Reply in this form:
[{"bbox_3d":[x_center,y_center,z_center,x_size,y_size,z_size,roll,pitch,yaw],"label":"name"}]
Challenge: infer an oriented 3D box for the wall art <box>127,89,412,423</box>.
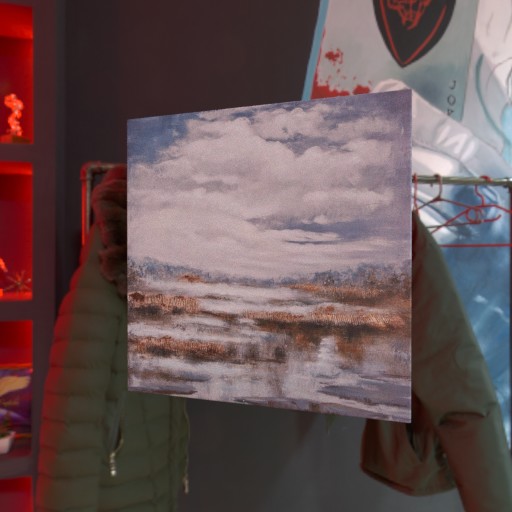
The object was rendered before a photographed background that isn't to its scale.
[{"bbox_3d":[0.000,0.000,1.526,1.010,1.020,0.040,0,1,18],"label":"wall art"}]
